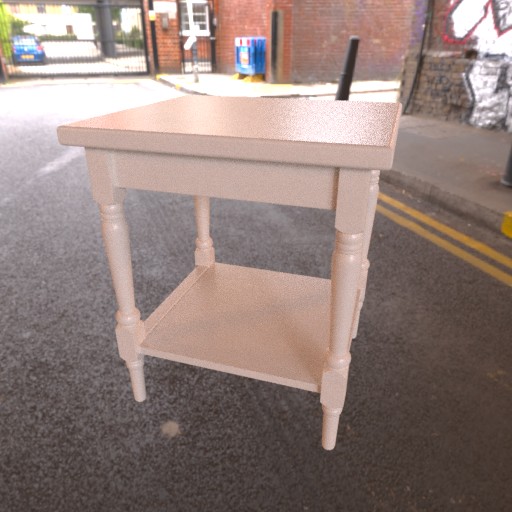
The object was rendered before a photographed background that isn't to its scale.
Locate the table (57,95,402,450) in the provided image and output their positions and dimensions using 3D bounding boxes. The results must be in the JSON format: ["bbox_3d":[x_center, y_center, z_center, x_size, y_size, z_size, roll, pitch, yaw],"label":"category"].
[{"bbox_3d":[0.000,0.000,0.908,0.488,0.565,0.442,8,27,16],"label":"table"}]
